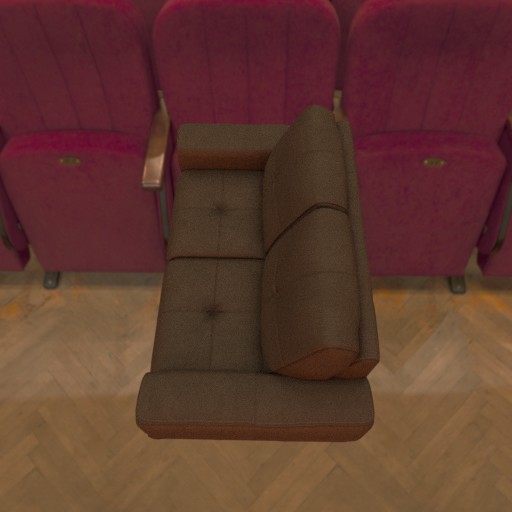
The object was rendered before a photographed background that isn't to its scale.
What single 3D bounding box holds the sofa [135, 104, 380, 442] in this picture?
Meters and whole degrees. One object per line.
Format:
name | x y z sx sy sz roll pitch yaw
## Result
sofa | 0.000 0.000 2.350 1.018 0.907 1.806 1 59 1
